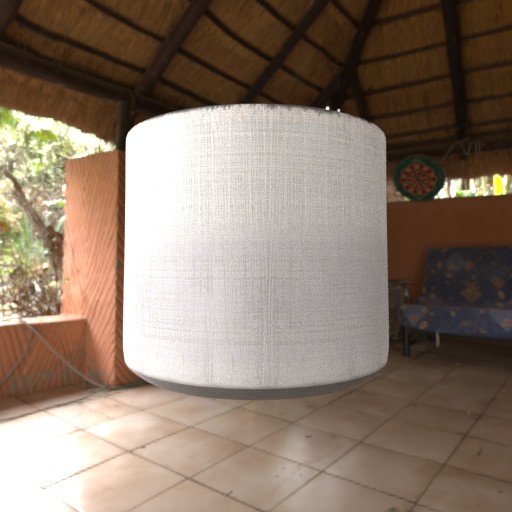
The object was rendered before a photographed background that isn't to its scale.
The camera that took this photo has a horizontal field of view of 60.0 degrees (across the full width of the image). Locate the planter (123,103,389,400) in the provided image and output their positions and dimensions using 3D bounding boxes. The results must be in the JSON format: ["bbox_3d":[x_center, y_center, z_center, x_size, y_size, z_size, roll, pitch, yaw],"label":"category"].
[{"bbox_3d":[0.000,0.000,0.442,0.254,0.221,0.254,0,0,0],"label":"planter"}]
